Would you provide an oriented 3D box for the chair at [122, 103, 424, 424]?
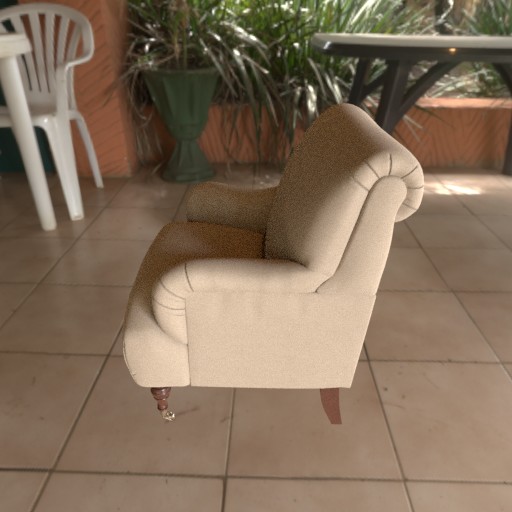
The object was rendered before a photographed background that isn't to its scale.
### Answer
[{"bbox_3d":[0.000,0.000,1.564,0.842,0.942,0.766,0,28,0],"label":"chair"}]
